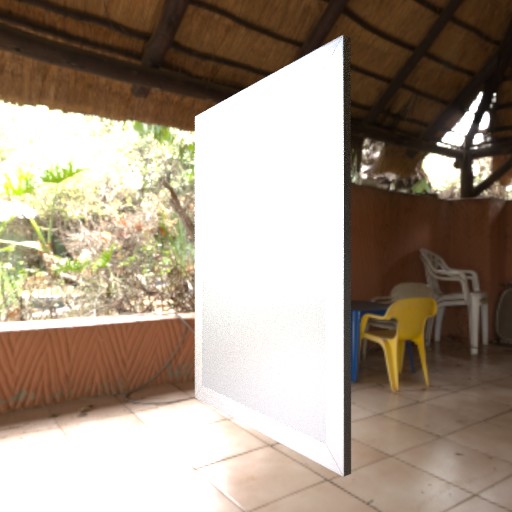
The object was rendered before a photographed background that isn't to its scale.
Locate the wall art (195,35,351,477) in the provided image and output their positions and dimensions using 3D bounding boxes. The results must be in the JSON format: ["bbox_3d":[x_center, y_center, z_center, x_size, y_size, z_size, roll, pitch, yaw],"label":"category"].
[{"bbox_3d":[0.000,0.000,0.686,0.013,0.529,0.376,0,-1,-36],"label":"wall art"}]
